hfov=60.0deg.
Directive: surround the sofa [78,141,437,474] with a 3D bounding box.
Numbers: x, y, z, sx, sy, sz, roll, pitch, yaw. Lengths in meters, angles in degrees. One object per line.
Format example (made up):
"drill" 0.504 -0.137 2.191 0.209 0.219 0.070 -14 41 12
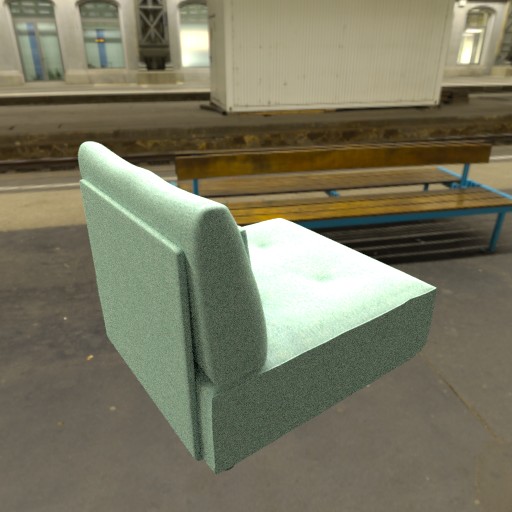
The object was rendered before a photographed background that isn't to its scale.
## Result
"sofa" 0.000 0.000 1.680 1.000 0.820 0.930 -17 30 -32
